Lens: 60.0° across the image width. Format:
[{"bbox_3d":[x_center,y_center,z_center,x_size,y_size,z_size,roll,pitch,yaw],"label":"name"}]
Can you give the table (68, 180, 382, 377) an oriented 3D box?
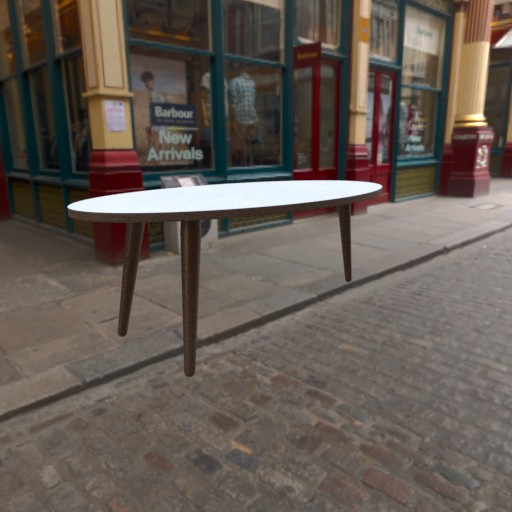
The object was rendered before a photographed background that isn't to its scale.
[{"bbox_3d":[0.000,0.000,1.347,1.083,0.390,0.542,-13,19,-43],"label":"table"}]
